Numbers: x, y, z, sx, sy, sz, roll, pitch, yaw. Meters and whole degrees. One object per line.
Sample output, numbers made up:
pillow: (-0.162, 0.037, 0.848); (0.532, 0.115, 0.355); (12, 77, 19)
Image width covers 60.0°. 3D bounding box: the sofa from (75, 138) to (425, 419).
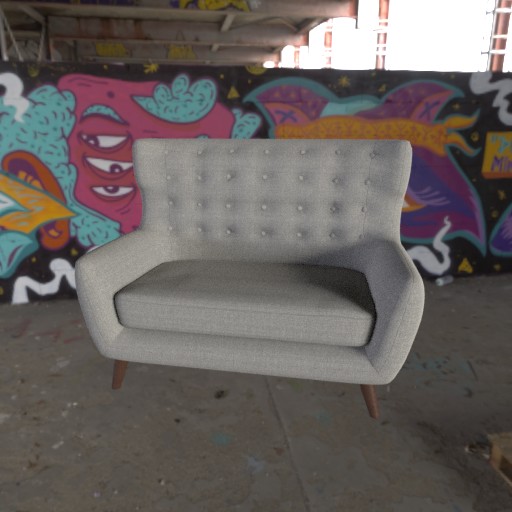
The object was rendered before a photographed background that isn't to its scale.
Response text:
sofa: (0.000, 0.000, 2.035); (1.386, 1.028, 0.884); (3, 16, 10)
